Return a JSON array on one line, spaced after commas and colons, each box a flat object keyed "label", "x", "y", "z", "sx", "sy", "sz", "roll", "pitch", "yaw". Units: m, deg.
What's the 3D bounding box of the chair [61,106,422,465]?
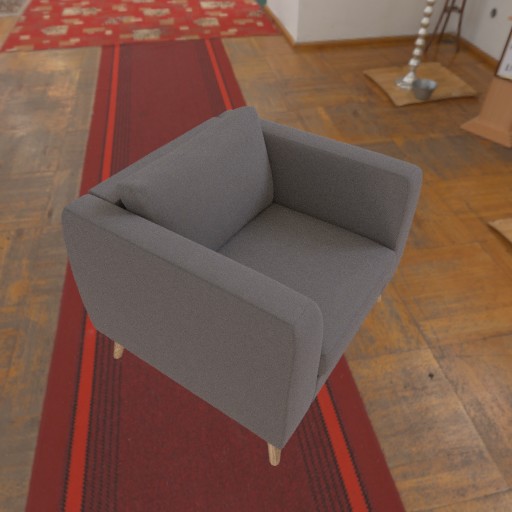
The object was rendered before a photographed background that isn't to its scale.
[{"label": "chair", "x": 0.000, "y": 0.000, "z": 1.727, "sx": 0.930, "sy": 0.860, "sz": 1.000, "roll": 24, "pitch": 48, "yaw": 25}]
